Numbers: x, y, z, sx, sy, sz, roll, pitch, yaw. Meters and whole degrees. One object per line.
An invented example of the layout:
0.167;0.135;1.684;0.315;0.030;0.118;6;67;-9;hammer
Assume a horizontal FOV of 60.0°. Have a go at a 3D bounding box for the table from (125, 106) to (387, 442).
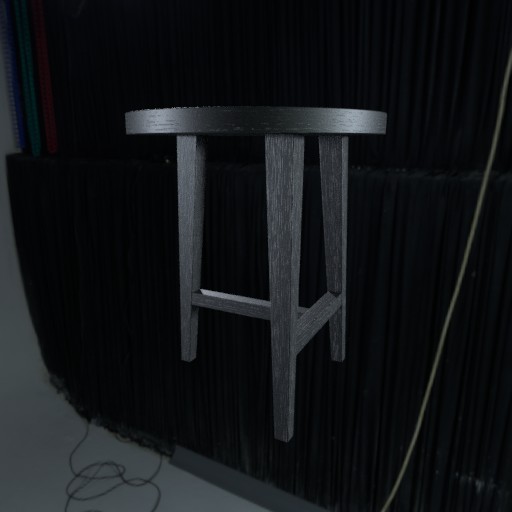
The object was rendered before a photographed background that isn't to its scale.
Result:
0.000;0.000;0.760;0.399;0.460;0.399;0;15;0;table
